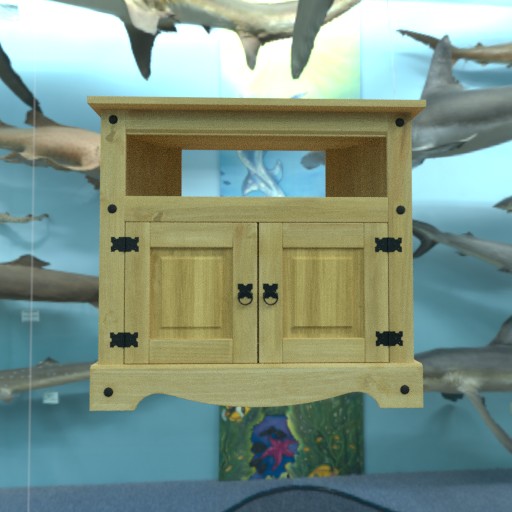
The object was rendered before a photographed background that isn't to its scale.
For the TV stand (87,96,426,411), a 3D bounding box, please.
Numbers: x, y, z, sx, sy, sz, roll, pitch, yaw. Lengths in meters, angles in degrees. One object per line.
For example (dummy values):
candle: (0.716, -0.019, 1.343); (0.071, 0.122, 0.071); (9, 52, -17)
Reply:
TV stand: (0.000, 0.000, 1.312); (0.851, 0.781, 0.425); (0, -2, -2)
